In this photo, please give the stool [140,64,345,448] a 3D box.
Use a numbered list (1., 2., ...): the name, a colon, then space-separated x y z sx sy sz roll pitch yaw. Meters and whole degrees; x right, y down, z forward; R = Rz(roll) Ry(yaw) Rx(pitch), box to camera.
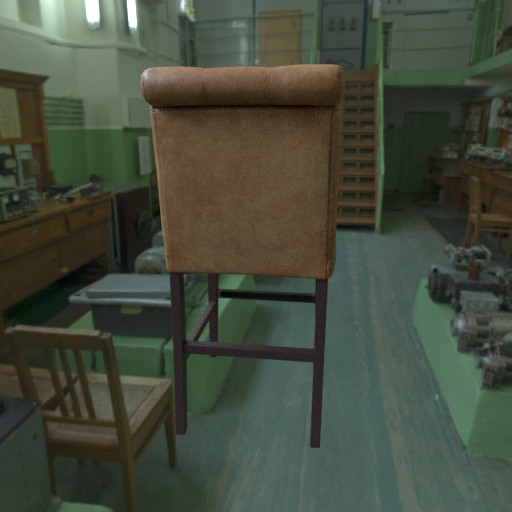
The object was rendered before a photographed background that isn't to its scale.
1. stool: 0.000 0.000 1.386 0.493 1.047 0.601 2 17 8
